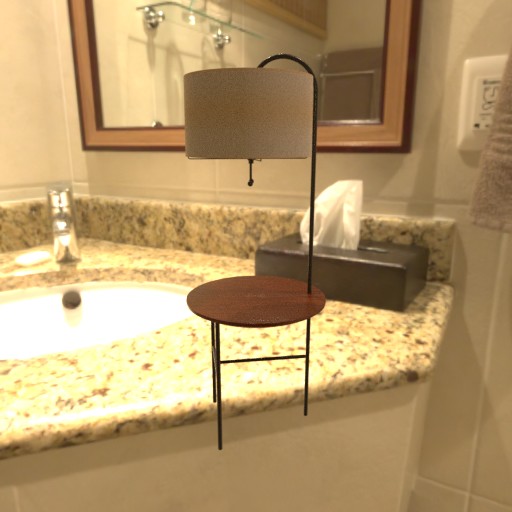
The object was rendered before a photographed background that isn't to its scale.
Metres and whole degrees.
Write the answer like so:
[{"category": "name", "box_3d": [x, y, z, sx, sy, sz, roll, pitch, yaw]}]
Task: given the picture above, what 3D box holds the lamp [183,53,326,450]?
[{"category": "lamp", "box_3d": [0.000, 0.000, 1.794, 0.573, 1.517, 0.573, 0, 15, 0]}]
